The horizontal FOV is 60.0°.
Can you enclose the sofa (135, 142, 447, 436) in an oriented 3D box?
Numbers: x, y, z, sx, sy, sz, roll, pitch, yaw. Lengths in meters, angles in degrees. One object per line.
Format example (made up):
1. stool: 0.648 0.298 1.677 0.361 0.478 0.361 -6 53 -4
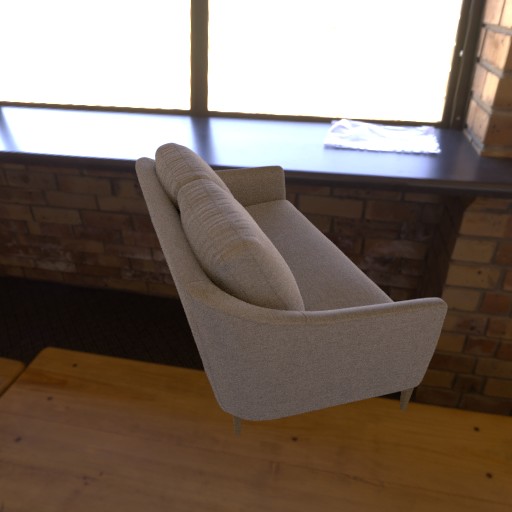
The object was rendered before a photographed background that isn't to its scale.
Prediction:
1. sofa: 0.000 0.000 2.210 0.960 0.904 1.619 -10 32 -17
